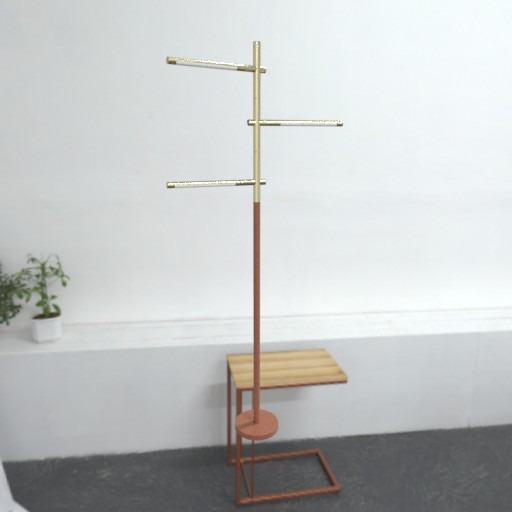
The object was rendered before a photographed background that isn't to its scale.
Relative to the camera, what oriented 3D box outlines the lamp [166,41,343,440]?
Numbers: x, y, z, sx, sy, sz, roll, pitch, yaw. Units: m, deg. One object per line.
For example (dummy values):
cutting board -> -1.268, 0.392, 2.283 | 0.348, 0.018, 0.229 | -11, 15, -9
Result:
lamp -> 0.000, 0.000, 1.921 | 0.737, 1.704, 0.209 | -8, 17, -27
